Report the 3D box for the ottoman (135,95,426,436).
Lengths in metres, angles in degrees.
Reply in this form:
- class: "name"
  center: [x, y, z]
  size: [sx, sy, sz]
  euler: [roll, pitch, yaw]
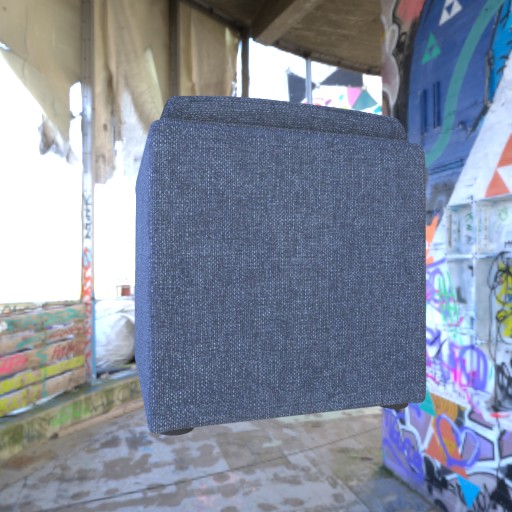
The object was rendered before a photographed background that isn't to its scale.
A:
- class: "ottoman"
  center: [0.000, 0.000, 0.857]
  size: [0.436, 0.493, 0.454]
  euler: [0, 0, -17]
